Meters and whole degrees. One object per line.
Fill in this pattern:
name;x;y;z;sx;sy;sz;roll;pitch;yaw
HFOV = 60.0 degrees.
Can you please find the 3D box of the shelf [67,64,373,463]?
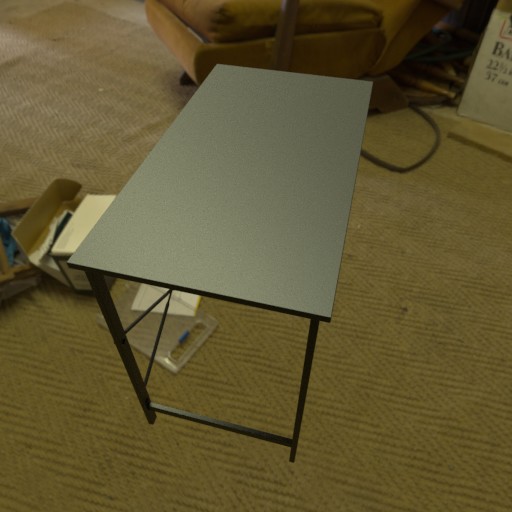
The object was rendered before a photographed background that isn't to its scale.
shelf;0.000;0.000;1.357;0.498;0.749;0.902;11;47;10
